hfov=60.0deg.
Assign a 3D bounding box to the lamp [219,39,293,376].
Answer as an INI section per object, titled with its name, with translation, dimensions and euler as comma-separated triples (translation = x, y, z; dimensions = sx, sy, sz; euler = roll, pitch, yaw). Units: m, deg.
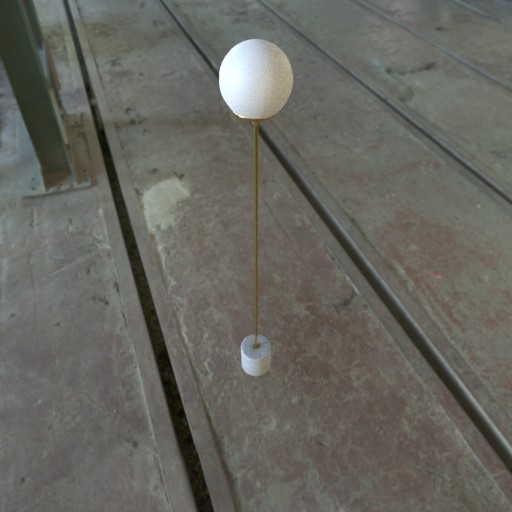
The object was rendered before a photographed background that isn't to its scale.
[lamp]
translation = 0.000, 0.000, 1.890
dimensions = 0.224, 1.753, 0.224
euler = 17, 48, 16
